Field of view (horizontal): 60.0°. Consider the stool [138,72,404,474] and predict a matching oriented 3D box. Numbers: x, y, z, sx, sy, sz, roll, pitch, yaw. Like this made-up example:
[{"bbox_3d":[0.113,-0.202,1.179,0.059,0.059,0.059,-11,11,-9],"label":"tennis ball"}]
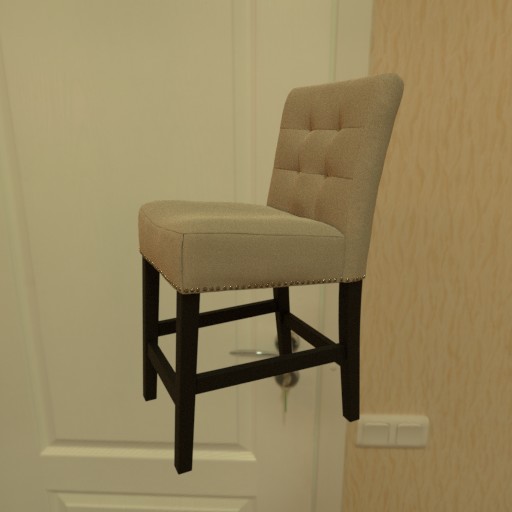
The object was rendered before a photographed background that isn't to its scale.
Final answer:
[{"bbox_3d":[0.000,0.000,1.164,0.571,0.885,0.427,-8,17,-26],"label":"stool"}]
